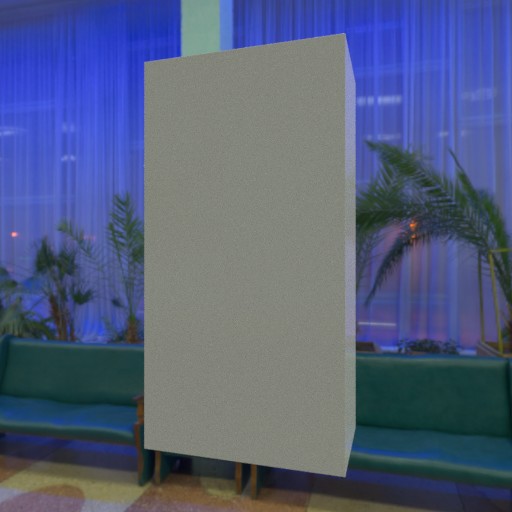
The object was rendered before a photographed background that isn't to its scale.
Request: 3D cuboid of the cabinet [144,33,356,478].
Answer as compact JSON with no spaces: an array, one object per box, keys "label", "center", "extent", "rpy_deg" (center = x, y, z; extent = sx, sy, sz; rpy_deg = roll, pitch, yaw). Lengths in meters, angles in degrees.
[{"label":"cabinet","center":[0.000,0.000,2.329],"extent":[0.980,1.920,0.580],"rpy_deg":[0,0,17]}]
